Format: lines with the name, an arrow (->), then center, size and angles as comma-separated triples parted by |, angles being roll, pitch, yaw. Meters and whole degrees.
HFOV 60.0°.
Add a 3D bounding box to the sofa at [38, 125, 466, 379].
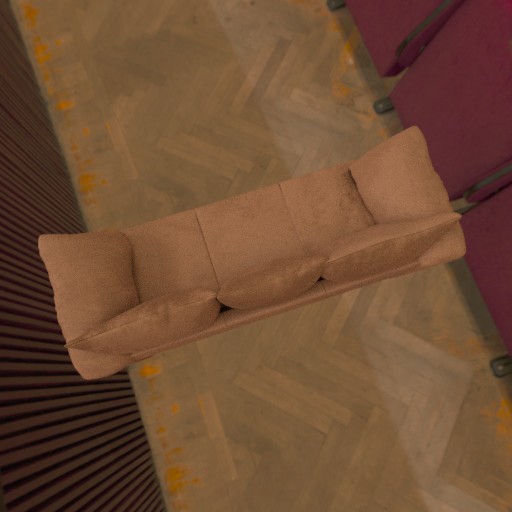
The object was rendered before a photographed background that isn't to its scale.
sofa -> 0.000, 0.000, 2.795 | 2.377, 0.981, 0.893 | -17, 76, -5
